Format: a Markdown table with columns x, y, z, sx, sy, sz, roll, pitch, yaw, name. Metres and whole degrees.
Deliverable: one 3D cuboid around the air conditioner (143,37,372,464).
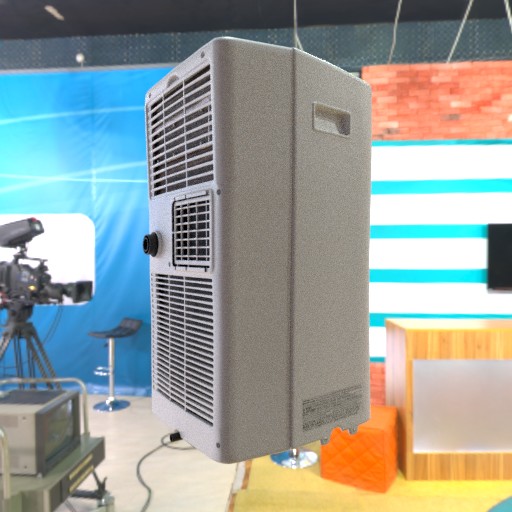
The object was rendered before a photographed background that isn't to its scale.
| x | y | z | sx | sy | sz | roll | pitch | yaw | name |
| --- | --- | --- | --- | --- | --- | --- | --- | --- | --- |
| 0.000 | 0.000 | 0.785 | 0.349 | 0.606 | 0.304 | 0 | 0 | -35 | air conditioner |
